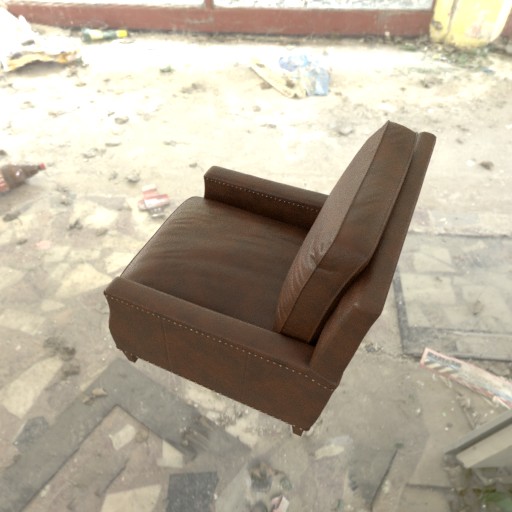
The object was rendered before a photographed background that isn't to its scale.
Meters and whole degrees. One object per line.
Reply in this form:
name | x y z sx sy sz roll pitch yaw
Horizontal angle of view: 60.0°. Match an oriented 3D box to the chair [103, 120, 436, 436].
chair | 0.000 0.000 1.780 1.035 1.054 0.854 18 50 16
